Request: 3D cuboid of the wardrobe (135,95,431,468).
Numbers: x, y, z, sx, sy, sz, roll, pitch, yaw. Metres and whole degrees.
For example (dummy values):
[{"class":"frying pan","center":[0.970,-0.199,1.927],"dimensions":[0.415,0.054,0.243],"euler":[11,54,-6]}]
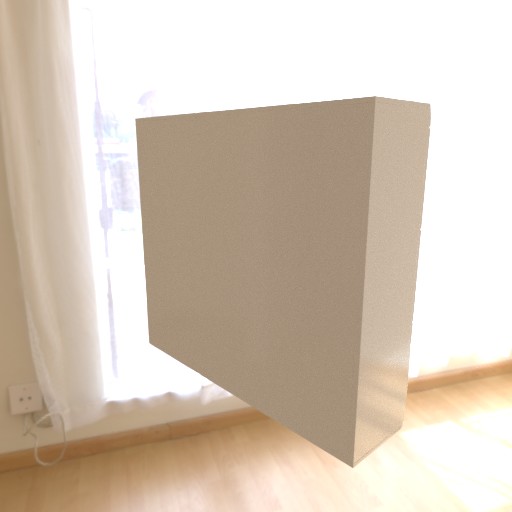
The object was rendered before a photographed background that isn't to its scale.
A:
[{"class":"wardrobe","center":[0.000,0.000,1.946],"dimensions":[0.360,1.200,1.340],"euler":[-13,19,-42]}]
